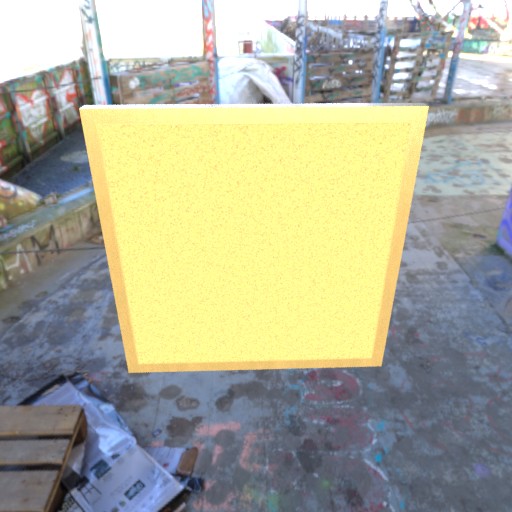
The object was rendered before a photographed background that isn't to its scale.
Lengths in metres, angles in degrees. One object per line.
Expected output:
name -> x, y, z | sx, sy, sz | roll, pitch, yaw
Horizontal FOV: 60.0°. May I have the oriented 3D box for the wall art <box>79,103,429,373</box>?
wall art -> 0.000, 0.000, 2.963 | 1.935, 1.936, 0.097 | -1, 29, -2
